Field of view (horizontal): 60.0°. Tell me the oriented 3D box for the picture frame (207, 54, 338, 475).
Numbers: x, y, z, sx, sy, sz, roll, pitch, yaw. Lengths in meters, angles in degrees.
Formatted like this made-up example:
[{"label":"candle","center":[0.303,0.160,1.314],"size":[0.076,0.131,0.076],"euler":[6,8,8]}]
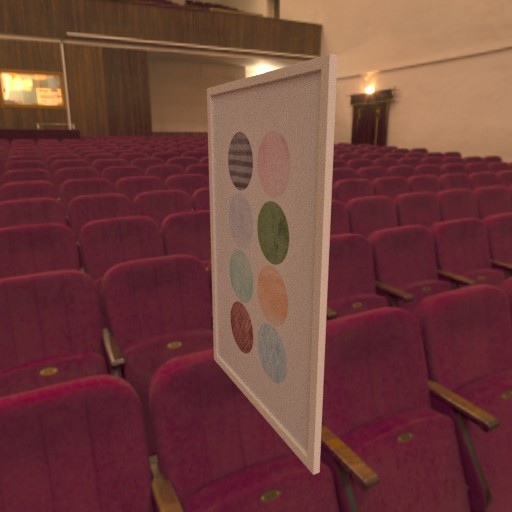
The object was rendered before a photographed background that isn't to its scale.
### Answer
[{"label":"picture frame","center":[0.000,0.000,0.867],"size":[0.013,0.657,0.457],"euler":[-7,16,-26]}]
